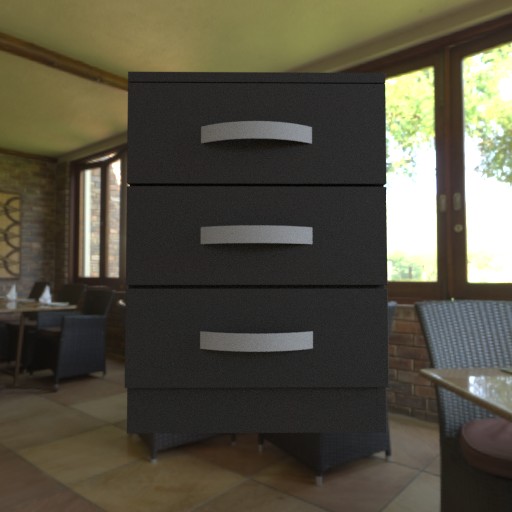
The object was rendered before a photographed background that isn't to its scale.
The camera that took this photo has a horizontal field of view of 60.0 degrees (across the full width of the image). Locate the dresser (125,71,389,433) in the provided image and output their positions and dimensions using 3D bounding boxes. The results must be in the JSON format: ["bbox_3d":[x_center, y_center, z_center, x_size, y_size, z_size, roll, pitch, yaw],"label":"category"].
[{"bbox_3d":[0.000,0.000,0.831,0.400,0.560,0.360,0,-2,-1],"label":"dresser"}]
